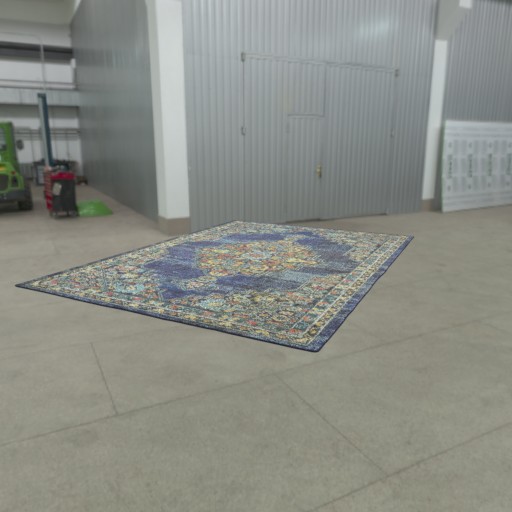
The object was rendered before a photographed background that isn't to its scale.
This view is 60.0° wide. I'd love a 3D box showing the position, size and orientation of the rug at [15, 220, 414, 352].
[{"bbox_3d":[0.000,0.000,2.845,1.630,0.009,2.232,7,16,26],"label":"rug"}]
